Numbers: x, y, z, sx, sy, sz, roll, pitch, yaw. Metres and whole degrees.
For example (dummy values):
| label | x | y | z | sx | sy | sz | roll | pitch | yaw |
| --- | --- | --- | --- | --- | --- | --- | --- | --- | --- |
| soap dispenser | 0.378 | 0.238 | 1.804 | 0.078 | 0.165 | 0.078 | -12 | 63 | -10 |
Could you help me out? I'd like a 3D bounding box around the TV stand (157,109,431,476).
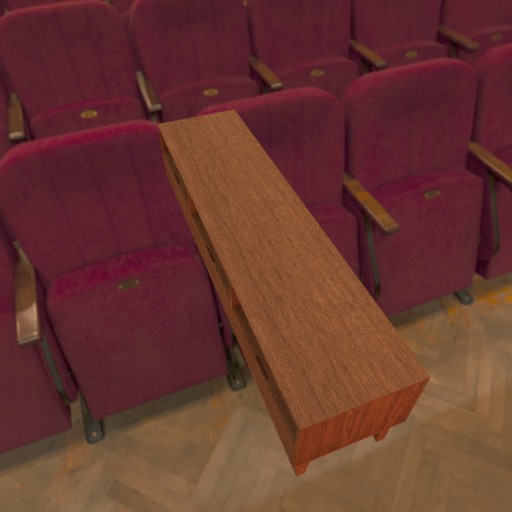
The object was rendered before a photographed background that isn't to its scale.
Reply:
| label | x | y | z | sx | sy | sz | roll | pitch | yaw |
| --- | --- | --- | --- | --- | --- | --- | --- | --- | --- |
| TV stand | 0.000 | 0.000 | 1.699 | 0.366 | 0.409 | 1.482 | -16 | 48 | -15 |
